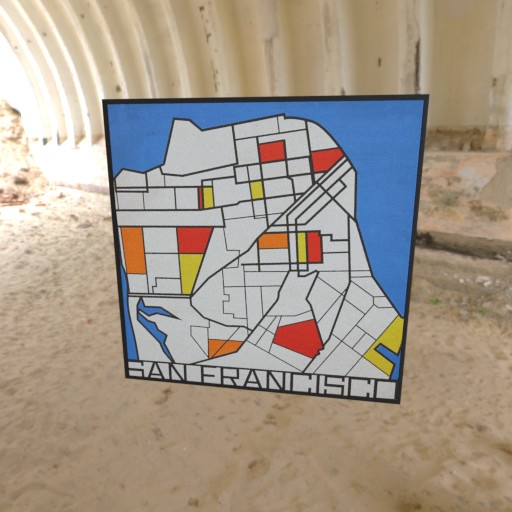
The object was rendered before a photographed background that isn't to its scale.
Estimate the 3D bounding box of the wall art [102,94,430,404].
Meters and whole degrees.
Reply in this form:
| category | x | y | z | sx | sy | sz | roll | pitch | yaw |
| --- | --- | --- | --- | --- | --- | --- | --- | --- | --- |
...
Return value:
| category | x | y | z | sx | sy | sz | roll | pitch | yaw |
| --- | --- | --- | --- | --- | --- | --- | --- | --- | --- |
| wall art | 0.000 | 0.000 | 0.978 | 0.664 | 0.663 | 0.015 | 3 | 15 | 9 |
